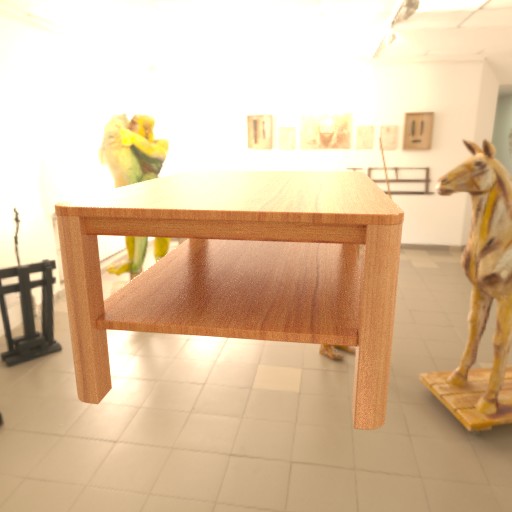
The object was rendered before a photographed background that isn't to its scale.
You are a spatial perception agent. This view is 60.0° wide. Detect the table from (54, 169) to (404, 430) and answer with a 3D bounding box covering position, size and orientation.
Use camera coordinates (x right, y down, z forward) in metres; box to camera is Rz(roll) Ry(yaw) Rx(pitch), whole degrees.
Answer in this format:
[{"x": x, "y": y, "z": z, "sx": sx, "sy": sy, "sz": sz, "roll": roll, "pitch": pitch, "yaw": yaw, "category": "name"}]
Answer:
[{"x": 0.000, "y": 0.000, "z": 1.365, "sx": 0.696, "sy": 0.445, "sz": 0.997, "roll": 2, "pitch": 15, "yaw": 8, "category": "table"}]
